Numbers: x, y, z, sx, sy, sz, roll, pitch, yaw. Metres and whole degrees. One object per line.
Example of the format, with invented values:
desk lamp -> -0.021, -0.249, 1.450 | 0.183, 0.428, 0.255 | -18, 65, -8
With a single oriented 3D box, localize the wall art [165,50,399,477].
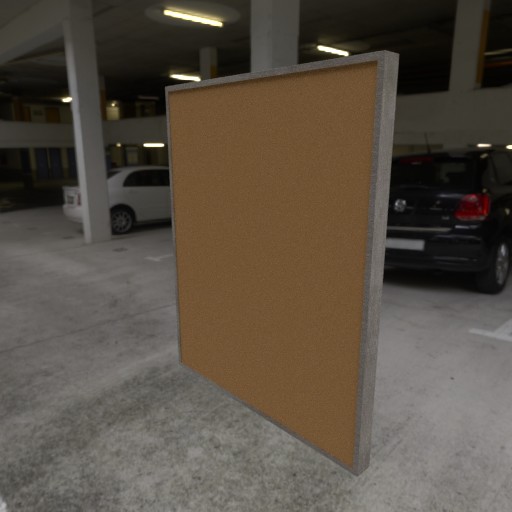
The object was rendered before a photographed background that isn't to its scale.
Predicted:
wall art -> 0.000, 0.000, 0.680 | 0.032, 0.521, 0.421 | -13, 19, -42
